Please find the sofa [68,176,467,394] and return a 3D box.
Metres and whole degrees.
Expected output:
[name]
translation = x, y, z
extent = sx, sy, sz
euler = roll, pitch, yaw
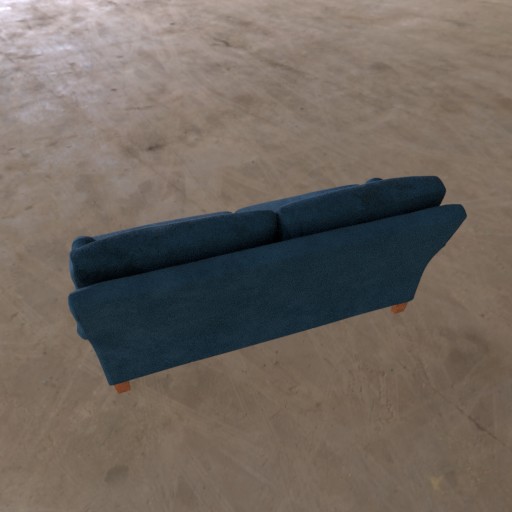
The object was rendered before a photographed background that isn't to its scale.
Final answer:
[sofa]
translation = 0.000, 0.000, 2.798
extent = 2.141, 1.101, 1.084
euler = -13, 43, -14
